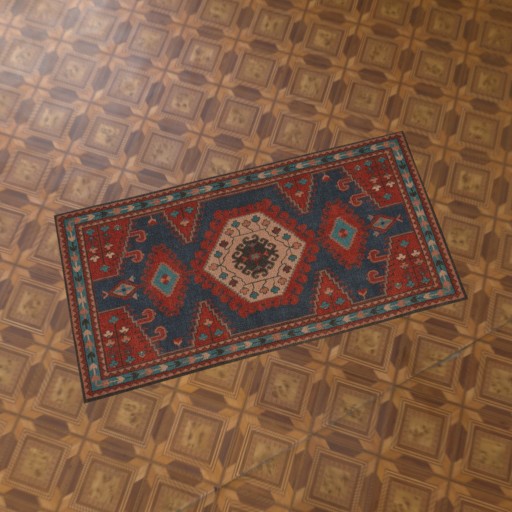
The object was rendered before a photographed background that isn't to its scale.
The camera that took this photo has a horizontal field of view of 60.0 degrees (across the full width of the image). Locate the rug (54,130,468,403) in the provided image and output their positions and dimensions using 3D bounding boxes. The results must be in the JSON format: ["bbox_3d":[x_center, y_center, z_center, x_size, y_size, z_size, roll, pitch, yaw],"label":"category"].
[{"bbox_3d":[0.000,0.000,3.544,3.032,0.034,1.522,-14,76,-4],"label":"rug"}]
